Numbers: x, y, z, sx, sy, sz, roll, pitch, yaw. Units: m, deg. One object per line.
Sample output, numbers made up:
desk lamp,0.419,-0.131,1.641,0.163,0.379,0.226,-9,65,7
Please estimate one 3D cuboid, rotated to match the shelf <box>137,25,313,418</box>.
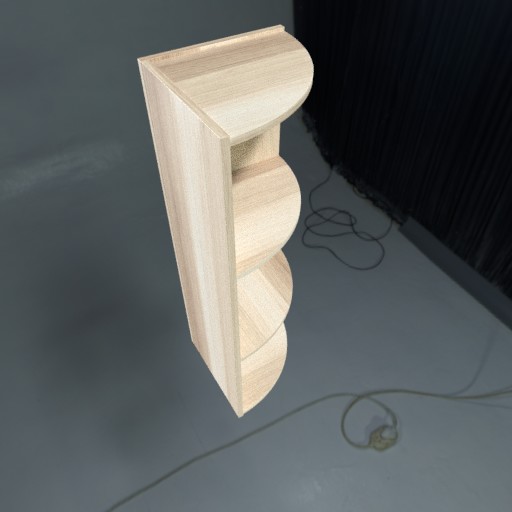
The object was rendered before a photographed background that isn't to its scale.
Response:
shelf,0.000,0.000,1.032,0.290,0.872,0.290,-24,51,-21
